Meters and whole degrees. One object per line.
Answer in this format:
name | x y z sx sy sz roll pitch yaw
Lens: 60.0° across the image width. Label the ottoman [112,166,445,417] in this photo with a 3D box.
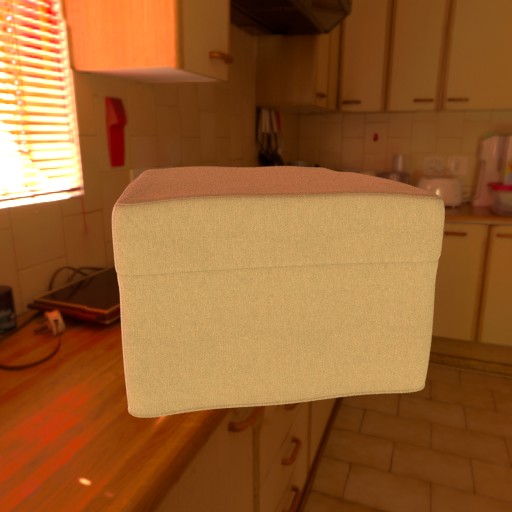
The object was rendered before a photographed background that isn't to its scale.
ottoman | 0.000 0.000 1.253 0.648 0.461 0.833 -2 15 -9
